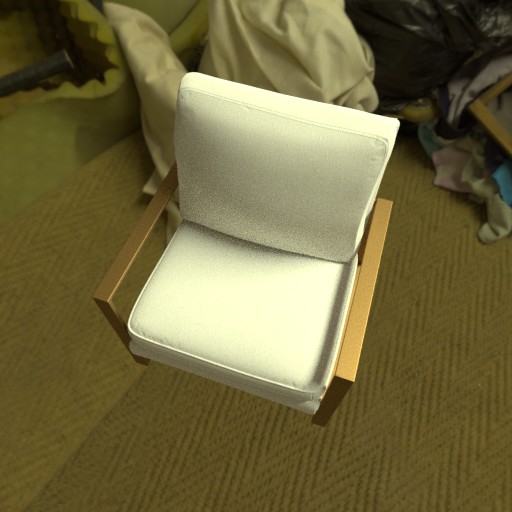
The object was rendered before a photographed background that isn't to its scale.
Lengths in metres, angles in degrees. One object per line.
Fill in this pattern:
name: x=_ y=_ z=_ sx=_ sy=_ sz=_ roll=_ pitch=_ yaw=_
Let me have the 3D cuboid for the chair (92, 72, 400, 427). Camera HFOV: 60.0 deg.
chair: x=0.000 y=0.000 z=1.539 sx=0.805 sy=0.966 sz=0.813 roll=16 pitch=60 yaw=10
